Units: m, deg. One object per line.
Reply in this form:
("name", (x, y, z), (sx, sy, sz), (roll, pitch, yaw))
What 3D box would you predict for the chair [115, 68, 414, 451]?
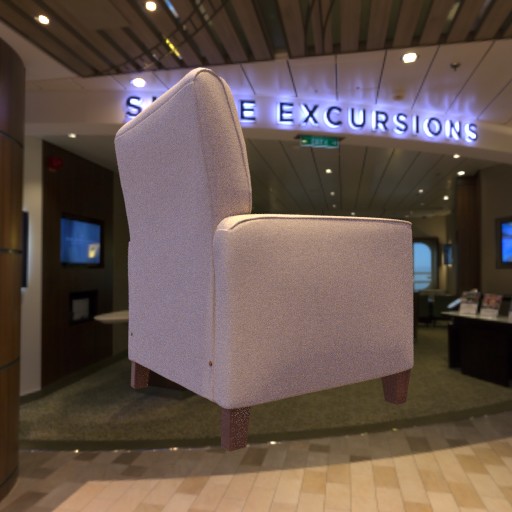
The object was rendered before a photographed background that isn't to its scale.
("chair", (0.000, 0.000, 1.640), (0.858, 1.023, 0.841), (1, -2, -35))
